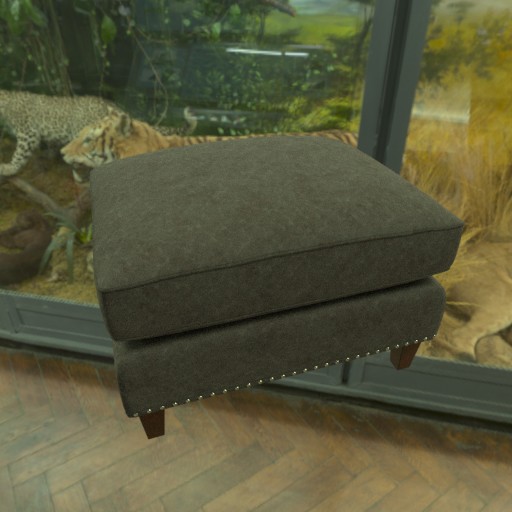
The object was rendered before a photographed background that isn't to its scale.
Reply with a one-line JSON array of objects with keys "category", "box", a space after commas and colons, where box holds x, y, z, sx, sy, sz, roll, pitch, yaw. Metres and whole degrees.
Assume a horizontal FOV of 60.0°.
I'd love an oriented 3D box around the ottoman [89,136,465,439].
[{"category": "ottoman", "box": [0.000, 0.000, 1.131, 0.741, 0.513, 0.584, -10, 34, -16]}]
